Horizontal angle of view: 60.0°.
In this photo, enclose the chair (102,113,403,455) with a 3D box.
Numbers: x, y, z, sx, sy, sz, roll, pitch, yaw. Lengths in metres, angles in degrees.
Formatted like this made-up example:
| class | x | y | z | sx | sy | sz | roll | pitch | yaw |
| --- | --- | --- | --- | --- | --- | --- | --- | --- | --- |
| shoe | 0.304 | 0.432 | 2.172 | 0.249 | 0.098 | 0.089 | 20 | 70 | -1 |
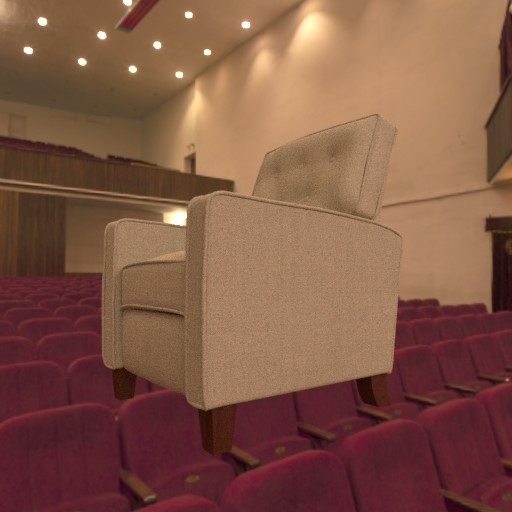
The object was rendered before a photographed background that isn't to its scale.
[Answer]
| class | x | y | z | sx | sy | sz | roll | pitch | yaw |
| --- | --- | --- | --- | --- | --- | --- | --- | --- | --- |
| chair | 0.000 | 0.000 | 1.390 | 0.754 | 0.888 | 0.648 | 2 | -4 | -37 |
